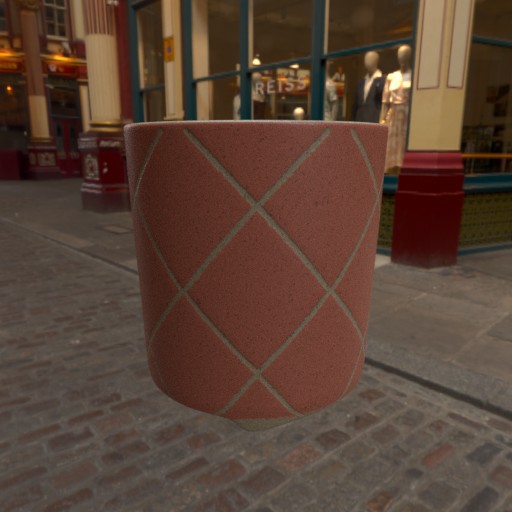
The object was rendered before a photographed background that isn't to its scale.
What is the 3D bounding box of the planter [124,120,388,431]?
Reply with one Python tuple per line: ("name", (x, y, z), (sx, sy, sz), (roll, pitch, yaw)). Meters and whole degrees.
("planter", (0.000, 0.000, 0.356), (0.191, 0.200, 0.191), (0, 14, 0))
